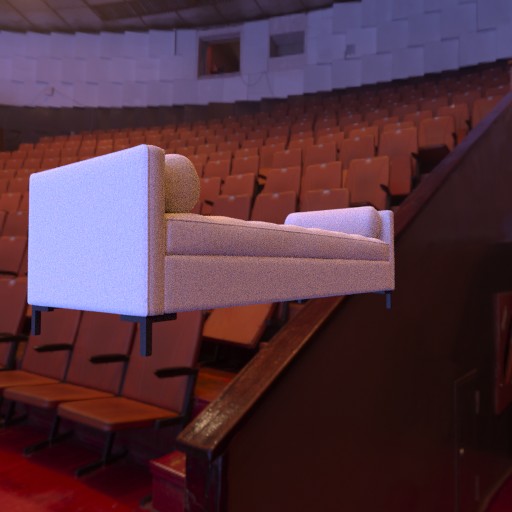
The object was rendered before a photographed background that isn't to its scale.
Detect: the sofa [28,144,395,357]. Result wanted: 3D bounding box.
[{"bbox_3d":[0.000,0.000,2.280,0.746,0.641,1.985,-1,-2,38],"label":"sofa"}]
